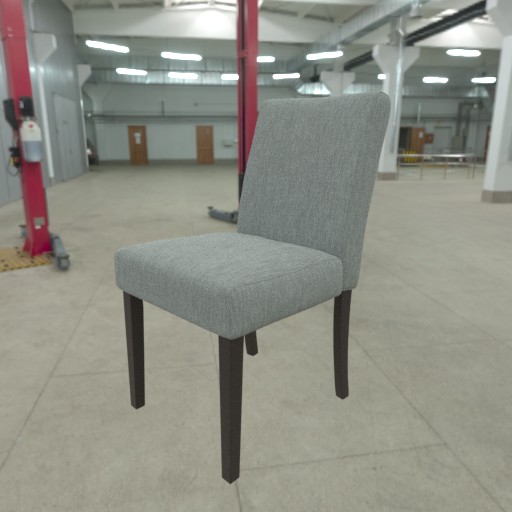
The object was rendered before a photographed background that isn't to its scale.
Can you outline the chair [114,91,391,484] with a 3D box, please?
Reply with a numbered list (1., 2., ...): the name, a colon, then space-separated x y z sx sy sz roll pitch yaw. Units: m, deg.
1. chair: 0.000 0.000 1.248 0.487 0.884 0.629 14 21 43
